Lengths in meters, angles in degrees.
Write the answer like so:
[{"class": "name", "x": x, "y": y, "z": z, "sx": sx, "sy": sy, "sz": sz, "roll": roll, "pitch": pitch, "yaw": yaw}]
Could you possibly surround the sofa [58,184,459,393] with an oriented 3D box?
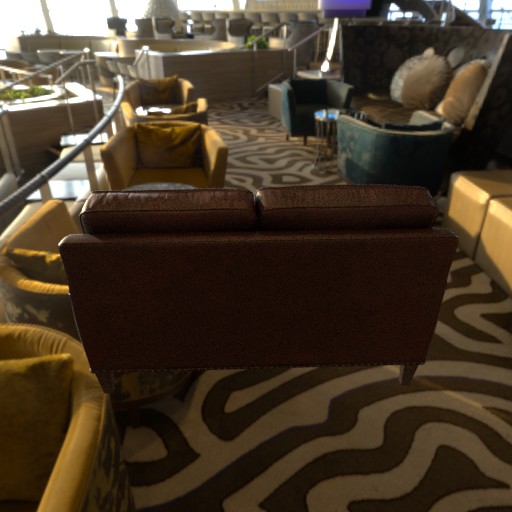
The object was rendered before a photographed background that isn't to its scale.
[{"class": "sofa", "x": 0.000, "y": 0.000, "z": 2.279, "sx": 1.628, "sy": 1.003, "sz": 1.083, "roll": -1, "pitch": 29, "yaw": -2}]
